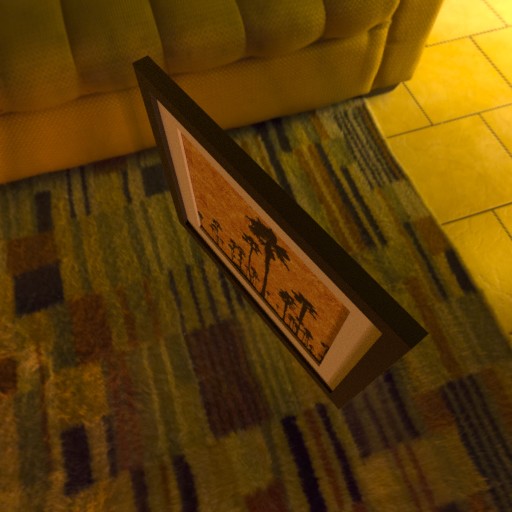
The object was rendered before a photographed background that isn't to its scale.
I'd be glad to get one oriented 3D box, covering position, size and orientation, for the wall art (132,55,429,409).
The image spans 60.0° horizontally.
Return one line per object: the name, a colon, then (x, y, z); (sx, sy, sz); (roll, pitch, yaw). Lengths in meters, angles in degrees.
wall art: (0.000, 0.000, 0.778); (0.028, 0.460, 0.561); (-36, 69, -16)
